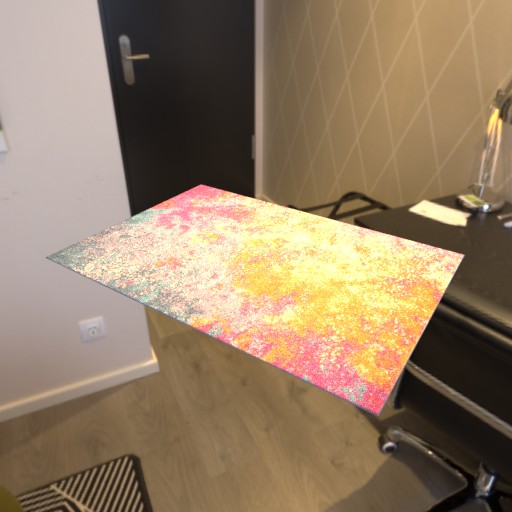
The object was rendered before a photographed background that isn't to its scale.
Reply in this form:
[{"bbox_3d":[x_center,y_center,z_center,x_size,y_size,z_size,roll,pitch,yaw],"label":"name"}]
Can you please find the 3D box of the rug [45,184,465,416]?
[{"bbox_3d":[0.000,0.000,3.713,2.896,0.013,2.007,19,35,29],"label":"rug"}]
